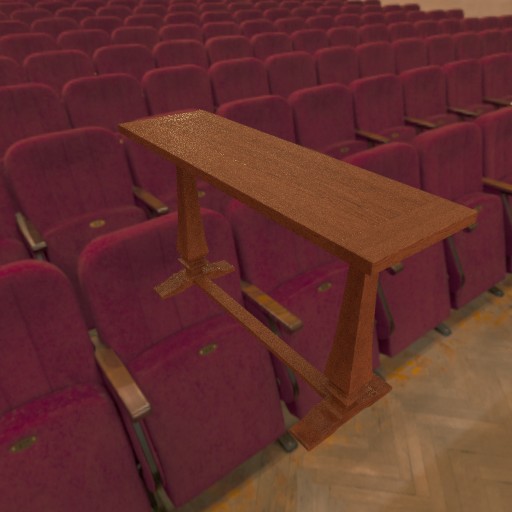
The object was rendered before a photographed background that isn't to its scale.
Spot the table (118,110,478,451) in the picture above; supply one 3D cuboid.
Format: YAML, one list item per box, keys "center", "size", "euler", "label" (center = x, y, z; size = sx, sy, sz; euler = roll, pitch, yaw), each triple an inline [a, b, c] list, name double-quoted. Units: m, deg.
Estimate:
- center: [0.000, 0.000, 1.852]
  size: [0.461, 0.852, 1.478]
  euler: [-22, 38, -31]
  label: "table"
